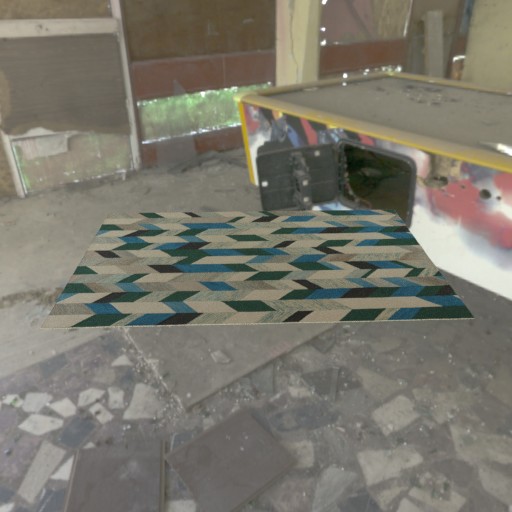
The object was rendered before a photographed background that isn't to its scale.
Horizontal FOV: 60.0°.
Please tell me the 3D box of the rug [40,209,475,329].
[{"bbox_3d":[0.000,0.000,3.119,2.433,0.007,1.507,-1,30,-2],"label":"rug"}]
